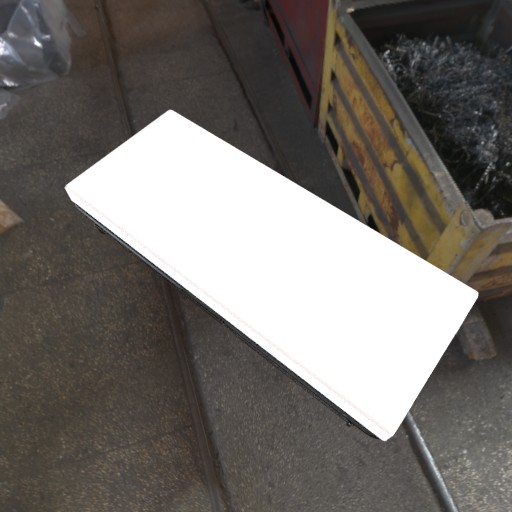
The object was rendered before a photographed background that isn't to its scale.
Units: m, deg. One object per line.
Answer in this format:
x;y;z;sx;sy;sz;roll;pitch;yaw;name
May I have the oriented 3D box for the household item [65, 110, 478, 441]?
0.000;0.000;2.185;1.905;0.356;0.787;35;64;20;household item
